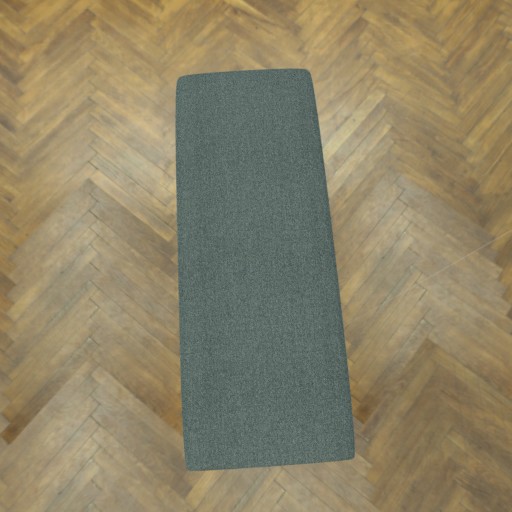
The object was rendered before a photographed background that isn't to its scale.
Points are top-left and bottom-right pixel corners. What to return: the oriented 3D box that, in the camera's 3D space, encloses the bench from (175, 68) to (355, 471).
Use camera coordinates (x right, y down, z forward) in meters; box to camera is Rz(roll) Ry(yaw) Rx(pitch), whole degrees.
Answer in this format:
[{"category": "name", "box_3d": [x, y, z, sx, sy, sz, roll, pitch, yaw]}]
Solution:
[{"category": "bench", "box_3d": [0.000, 0.000, 1.888, 0.631, 0.384, 1.598, -4, 75, -1]}]
